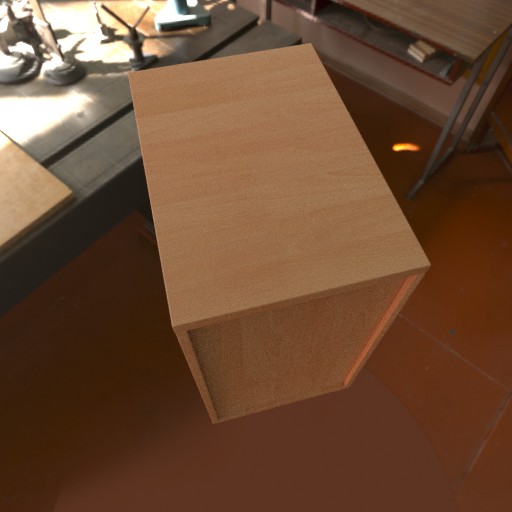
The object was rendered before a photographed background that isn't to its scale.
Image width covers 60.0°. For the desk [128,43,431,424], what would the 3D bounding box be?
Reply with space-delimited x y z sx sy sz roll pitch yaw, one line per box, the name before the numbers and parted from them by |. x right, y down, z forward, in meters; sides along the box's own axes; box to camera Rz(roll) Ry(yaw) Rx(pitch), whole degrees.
desk | 0.000 0.000 1.121 0.404 0.730 0.600 -13 59 -8
